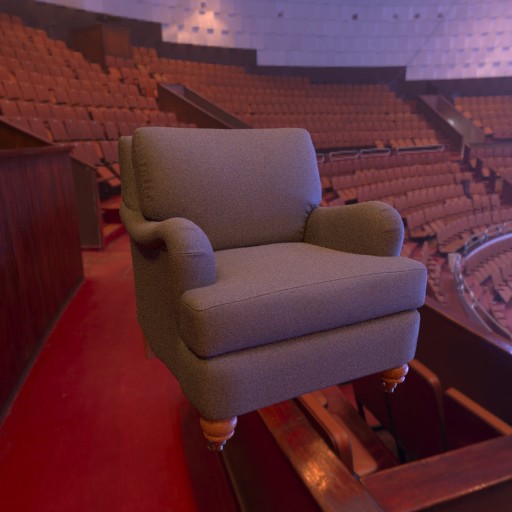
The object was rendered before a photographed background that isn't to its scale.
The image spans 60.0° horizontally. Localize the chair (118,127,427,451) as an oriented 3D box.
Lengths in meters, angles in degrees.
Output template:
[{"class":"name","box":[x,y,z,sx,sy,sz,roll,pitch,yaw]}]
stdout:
[{"class":"chair","box":[0.000,0.000,1.850,0.955,1.038,1.070,-8,17,-26]}]
